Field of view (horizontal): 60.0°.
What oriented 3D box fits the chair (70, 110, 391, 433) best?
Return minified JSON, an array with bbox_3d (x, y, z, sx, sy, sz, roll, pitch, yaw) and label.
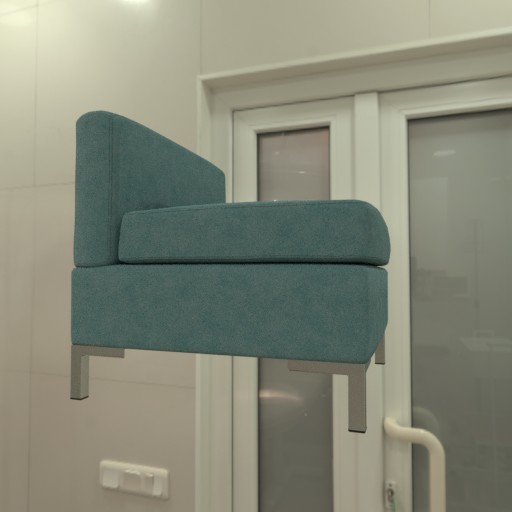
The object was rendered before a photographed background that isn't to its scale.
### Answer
[{"bbox_3d":[0.000,0.000,1.204,0.685,0.660,0.684,-1,-2,19],"label":"chair"}]
